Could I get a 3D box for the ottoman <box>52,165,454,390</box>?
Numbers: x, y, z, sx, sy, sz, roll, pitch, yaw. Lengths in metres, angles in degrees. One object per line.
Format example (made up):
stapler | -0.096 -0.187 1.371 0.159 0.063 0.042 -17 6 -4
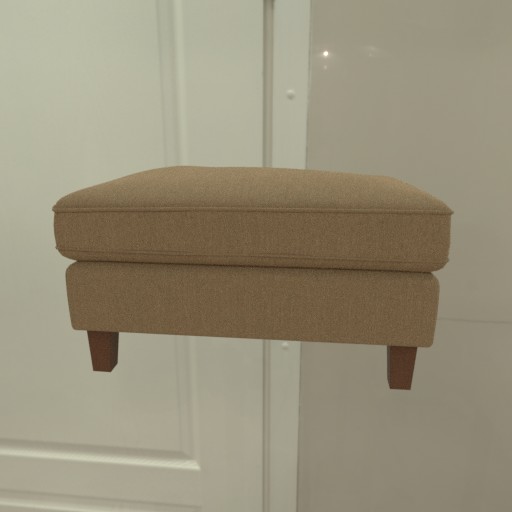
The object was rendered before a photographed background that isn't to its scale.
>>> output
ottoman | 0.000 0.000 1.329 0.945 0.521 0.636 2 15 6
